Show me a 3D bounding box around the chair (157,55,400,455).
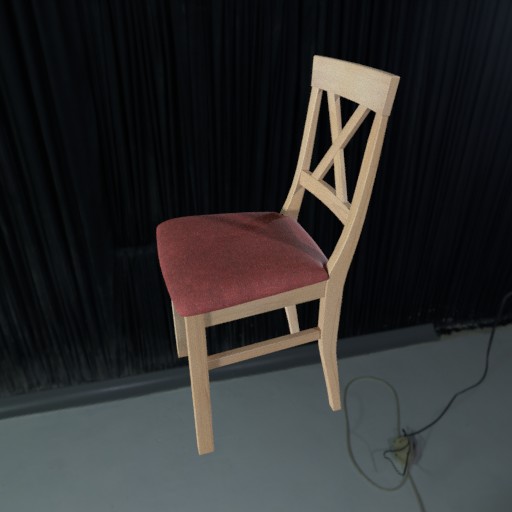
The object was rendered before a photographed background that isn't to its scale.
[{"bbox_3d":[0.000,0.000,1.158,0.492,0.912,0.439,-9,31,-14],"label":"chair"}]
